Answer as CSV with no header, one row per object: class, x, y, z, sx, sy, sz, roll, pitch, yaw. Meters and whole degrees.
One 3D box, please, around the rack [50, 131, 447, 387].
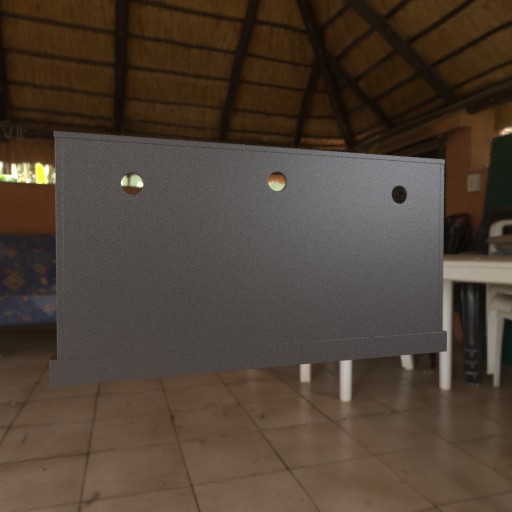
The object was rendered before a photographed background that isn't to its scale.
rack,0.000,0.000,1.471,1.206,0.635,0.399,0,1,-18
